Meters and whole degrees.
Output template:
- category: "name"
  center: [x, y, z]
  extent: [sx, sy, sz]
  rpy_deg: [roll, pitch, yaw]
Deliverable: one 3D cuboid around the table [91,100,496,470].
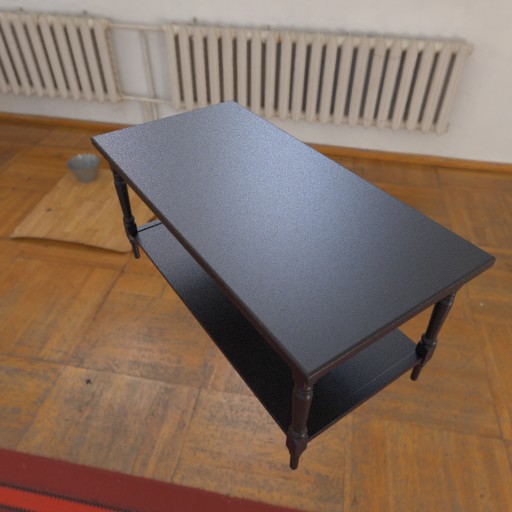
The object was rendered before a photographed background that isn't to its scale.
- category: "table"
  center: [0.000, 0.000, 1.386]
  extent: [0.550, 0.510, 1.107]
  rpy_deg: [-24, 47, -25]
